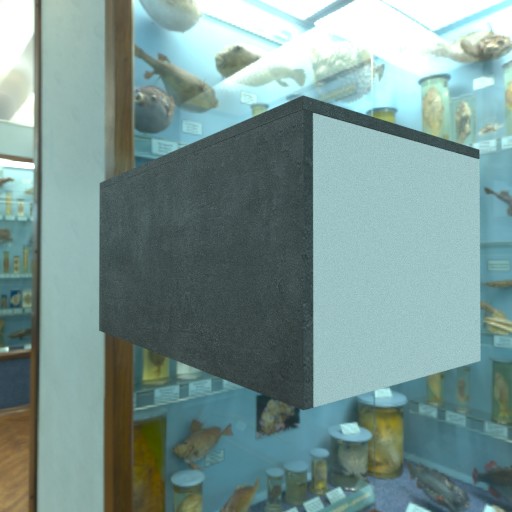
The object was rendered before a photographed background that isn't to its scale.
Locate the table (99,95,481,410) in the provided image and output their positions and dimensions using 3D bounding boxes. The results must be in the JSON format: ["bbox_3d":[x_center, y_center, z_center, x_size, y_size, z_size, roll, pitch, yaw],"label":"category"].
[{"bbox_3d":[0.000,0.000,0.891,0.400,0.350,0.700,0,-1,-37],"label":"table"}]
